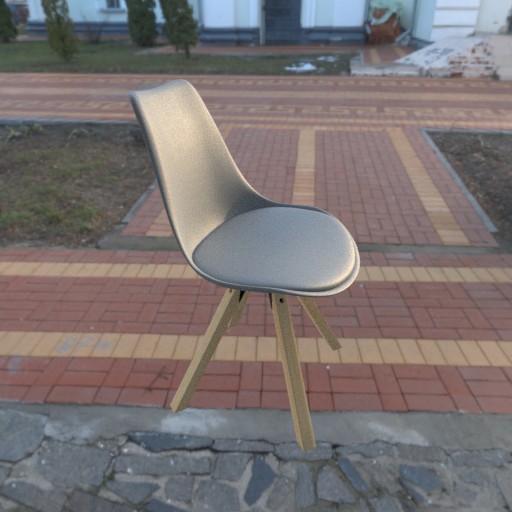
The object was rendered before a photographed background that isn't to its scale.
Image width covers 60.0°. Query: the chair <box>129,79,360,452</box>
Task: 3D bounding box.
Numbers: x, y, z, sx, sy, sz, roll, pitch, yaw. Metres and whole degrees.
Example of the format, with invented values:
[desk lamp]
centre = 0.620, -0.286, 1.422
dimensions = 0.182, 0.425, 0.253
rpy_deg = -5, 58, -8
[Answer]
[chair]
centre = 0.000, 0.000, 1.201
dimensions = 0.549, 0.850, 0.485
rpy_deg = 10, 31, 17
